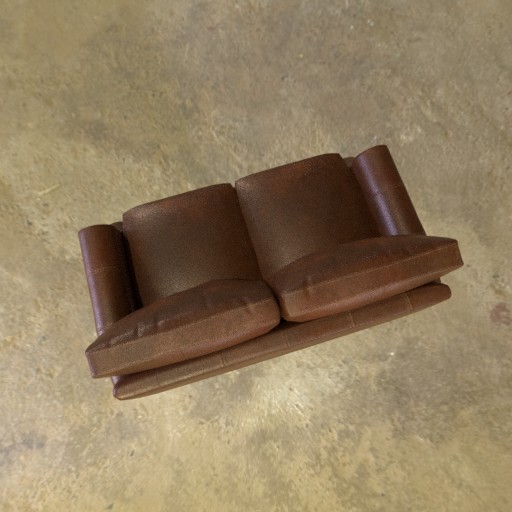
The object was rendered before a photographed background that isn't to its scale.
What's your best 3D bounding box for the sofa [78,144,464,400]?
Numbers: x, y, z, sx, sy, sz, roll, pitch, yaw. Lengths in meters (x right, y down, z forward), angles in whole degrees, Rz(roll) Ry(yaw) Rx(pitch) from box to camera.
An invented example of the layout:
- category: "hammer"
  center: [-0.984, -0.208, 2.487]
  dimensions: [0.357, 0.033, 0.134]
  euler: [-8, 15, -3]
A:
- category: "sofa"
  center: [0.000, 0.000, 2.208]
  dimensions: [1.616, 0.976, 0.990]
  euler: [-16, 76, -4]
